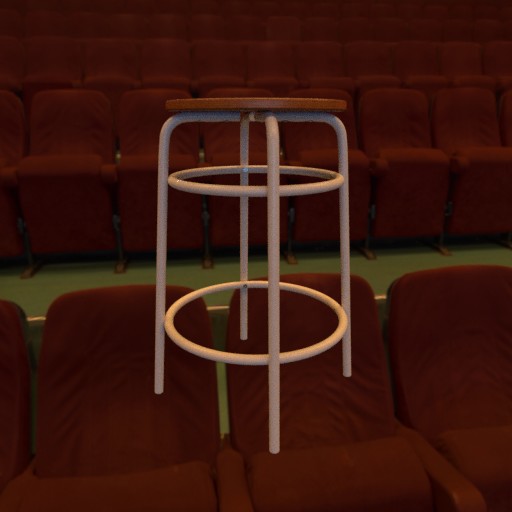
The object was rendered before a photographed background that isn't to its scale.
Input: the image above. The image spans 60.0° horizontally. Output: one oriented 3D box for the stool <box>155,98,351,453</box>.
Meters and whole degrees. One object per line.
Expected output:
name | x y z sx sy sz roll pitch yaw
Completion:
stool | 0.000 0.000 0.926 0.455 0.610 0.455 -3 17 -8
